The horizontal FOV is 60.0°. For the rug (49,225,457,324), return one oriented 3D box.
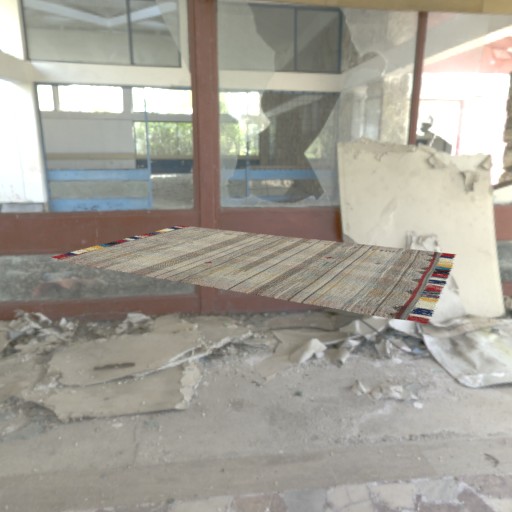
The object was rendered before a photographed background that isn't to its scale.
[{"bbox_3d":[0.000,0.000,3.063,2.465,0.012,1.465,7,16,27],"label":"rug"}]
